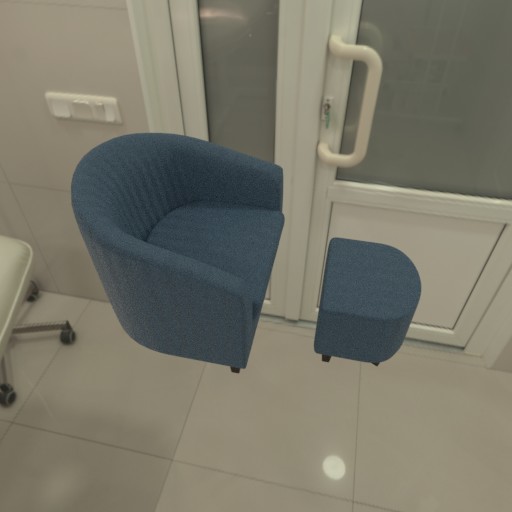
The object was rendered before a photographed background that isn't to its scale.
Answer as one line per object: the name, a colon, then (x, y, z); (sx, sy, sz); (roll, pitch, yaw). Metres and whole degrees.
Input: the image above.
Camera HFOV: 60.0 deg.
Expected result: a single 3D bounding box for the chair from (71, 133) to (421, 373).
chair: (0.000, 0.000, 1.763); (1.288, 0.757, 0.756); (9, 45, 9)
